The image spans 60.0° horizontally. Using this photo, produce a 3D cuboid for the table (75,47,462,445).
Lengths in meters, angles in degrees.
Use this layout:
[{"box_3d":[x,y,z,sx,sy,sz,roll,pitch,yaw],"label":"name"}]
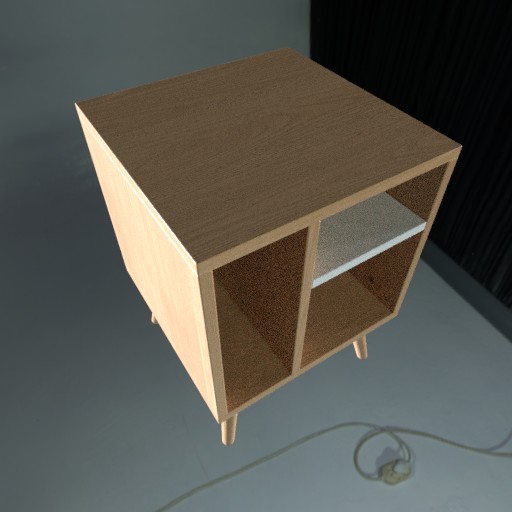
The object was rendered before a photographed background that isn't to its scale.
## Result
[{"box_3d":[0.000,0.000,0.832,0.400,0.550,0.400,-25,51,-22],"label":"table"}]
